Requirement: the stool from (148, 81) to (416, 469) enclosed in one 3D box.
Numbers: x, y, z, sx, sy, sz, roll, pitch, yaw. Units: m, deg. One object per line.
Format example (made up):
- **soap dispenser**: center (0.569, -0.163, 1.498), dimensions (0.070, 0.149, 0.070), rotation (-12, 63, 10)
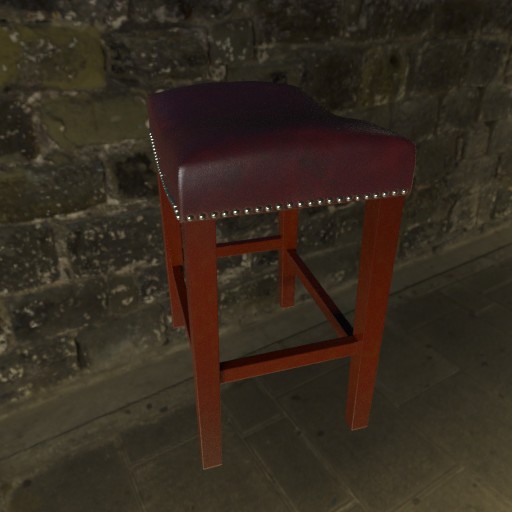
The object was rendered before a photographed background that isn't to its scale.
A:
- **stool**: center (0.000, 0.000, 0.970), dimensions (0.372, 0.657, 0.504), rotation (-8, 31, -14)
